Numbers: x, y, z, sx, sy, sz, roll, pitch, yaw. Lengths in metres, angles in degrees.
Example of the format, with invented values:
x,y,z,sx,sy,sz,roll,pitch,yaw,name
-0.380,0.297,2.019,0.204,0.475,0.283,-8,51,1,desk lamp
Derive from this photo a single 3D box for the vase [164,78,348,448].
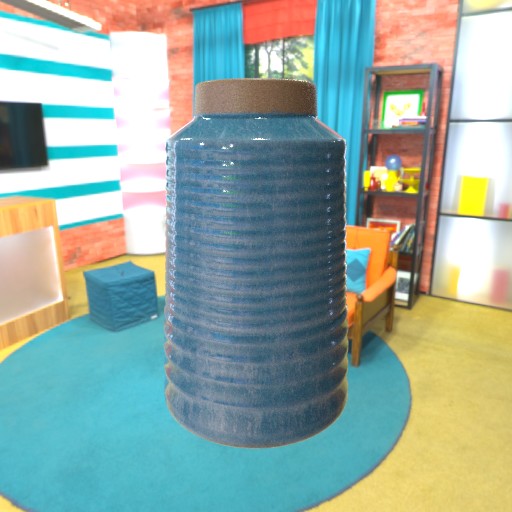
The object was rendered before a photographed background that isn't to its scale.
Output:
x,y,z,sx,sy,sz,roll,pitch,yaw,name
0.000,0.000,0.369,0.163,0.267,0.163,0,16,0,vase
